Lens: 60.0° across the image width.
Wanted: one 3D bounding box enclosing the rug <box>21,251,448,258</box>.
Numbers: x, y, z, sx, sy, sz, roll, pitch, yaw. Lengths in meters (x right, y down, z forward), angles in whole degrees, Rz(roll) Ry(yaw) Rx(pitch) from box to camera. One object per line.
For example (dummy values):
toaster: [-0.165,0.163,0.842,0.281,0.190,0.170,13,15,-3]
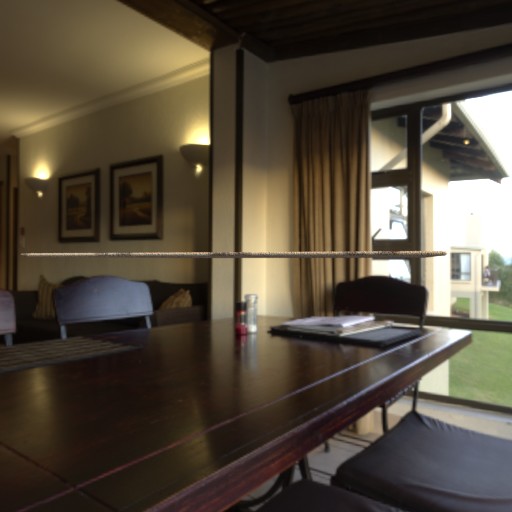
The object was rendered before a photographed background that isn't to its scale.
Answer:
rug: [0.000,0.000,4.027,3.000,0.026,2.399,0,-1,18]
